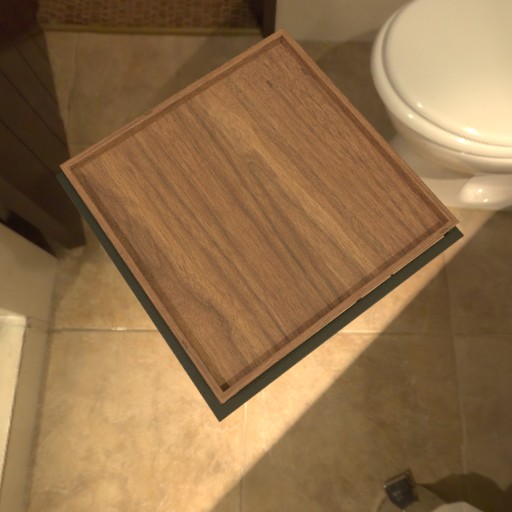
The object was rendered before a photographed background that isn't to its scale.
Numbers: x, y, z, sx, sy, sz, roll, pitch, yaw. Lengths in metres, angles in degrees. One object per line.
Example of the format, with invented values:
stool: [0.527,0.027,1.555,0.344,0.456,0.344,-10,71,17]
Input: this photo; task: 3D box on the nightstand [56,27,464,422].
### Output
nightstand: [0.000,0.000,0.855,0.397,0.607,0.397,-35,78,-9]
